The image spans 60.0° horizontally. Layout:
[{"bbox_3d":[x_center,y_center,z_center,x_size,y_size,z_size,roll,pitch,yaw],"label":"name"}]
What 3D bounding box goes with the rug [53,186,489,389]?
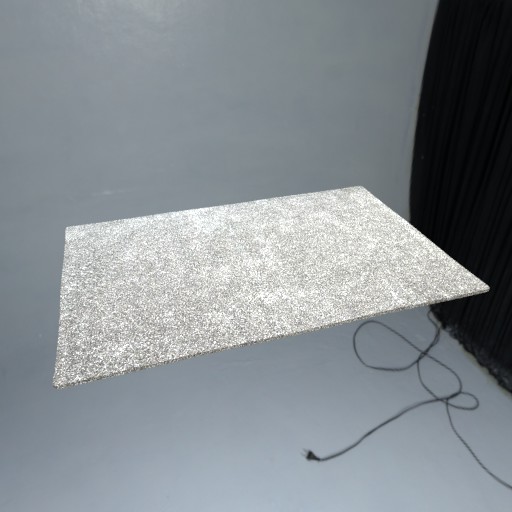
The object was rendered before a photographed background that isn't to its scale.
[{"bbox_3d":[0.000,0.000,2.843,2.350,0.025,1.502,-10,34,-15],"label":"rug"}]
